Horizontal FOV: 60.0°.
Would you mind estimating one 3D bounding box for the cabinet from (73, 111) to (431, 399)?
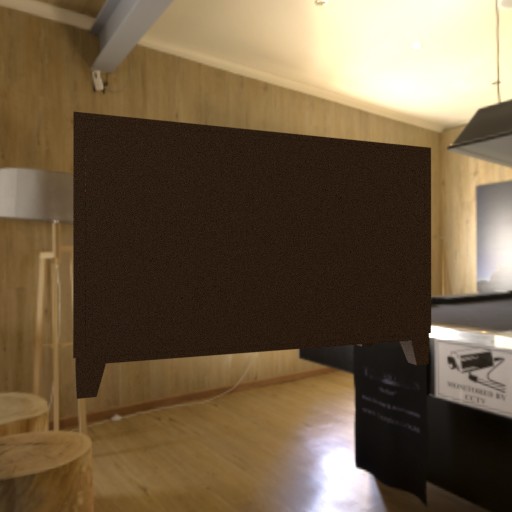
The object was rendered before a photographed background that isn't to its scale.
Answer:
[{"bbox_3d":[0.000,0.000,1.863,1.396,0.914,0.482,0,0,-19],"label":"cabinet"}]
